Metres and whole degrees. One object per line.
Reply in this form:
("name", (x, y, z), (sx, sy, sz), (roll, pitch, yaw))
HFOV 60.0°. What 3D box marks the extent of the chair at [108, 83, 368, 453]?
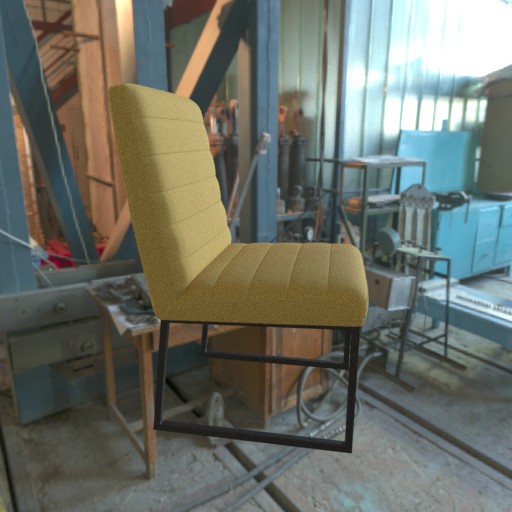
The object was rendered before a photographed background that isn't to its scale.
("chair", (0.000, 0.000, 1.320), (0.634, 0.930, 0.520), (3, 15, 10))
